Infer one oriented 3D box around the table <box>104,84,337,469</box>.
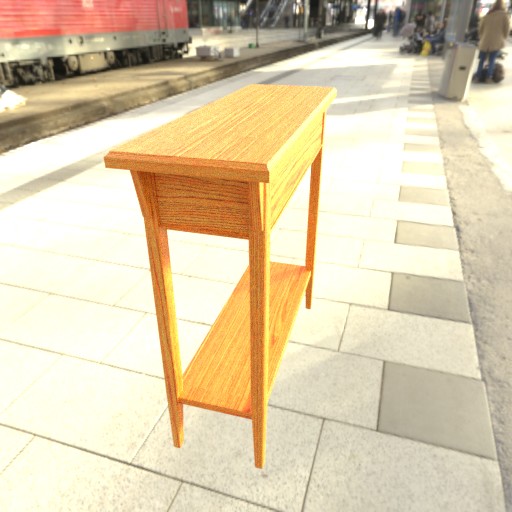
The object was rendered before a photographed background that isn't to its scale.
[{"bbox_3d":[0.000,0.000,1.115,0.254,0.711,0.762,8,30,14],"label":"table"}]
